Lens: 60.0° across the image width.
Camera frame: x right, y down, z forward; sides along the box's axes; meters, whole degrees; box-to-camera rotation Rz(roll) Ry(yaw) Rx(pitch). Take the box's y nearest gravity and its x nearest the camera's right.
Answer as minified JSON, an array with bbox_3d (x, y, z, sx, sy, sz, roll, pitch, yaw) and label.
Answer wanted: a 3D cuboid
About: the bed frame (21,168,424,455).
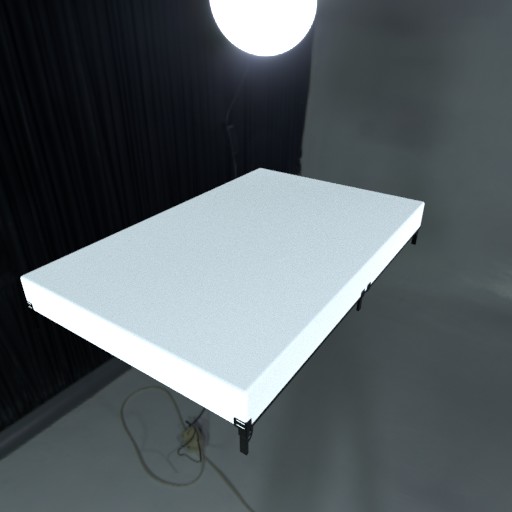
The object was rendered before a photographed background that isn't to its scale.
[{"bbox_3d":[0.000,0.000,3.761,1.930,0.440,2.987,18,33,30],"label":"bed frame"}]
